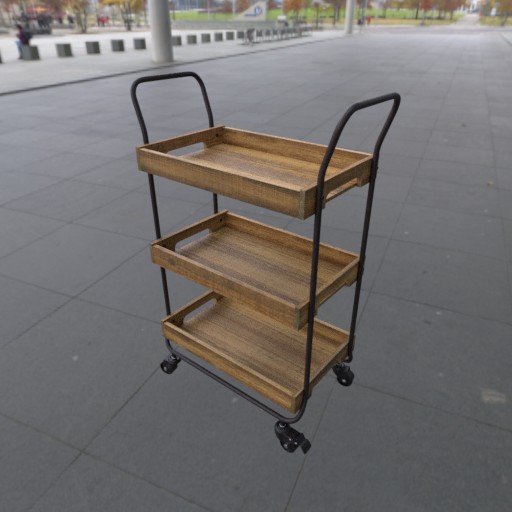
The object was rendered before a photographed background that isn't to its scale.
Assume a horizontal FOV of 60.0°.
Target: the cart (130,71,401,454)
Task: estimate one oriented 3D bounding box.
[{"bbox_3d":[0.000,0.000,1.171,0.583,0.857,0.339,21,35,33],"label":"cart"}]
